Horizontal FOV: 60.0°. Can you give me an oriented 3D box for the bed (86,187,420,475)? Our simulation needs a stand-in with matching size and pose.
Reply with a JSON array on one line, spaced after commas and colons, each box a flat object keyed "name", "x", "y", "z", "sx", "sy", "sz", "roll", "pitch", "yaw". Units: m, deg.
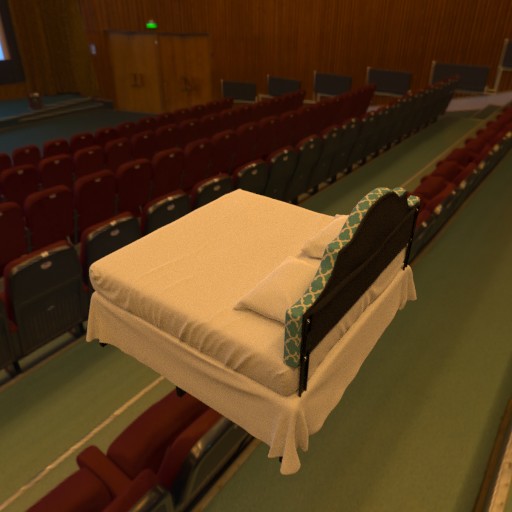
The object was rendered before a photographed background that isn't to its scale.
[{"name": "bed", "x": 0.000, "y": 0.000, "z": 3.751, "sx": 2.222, "sy": 1.601, "sz": 2.314, "roll": 21, "pitch": 37, "yaw": 30}]
